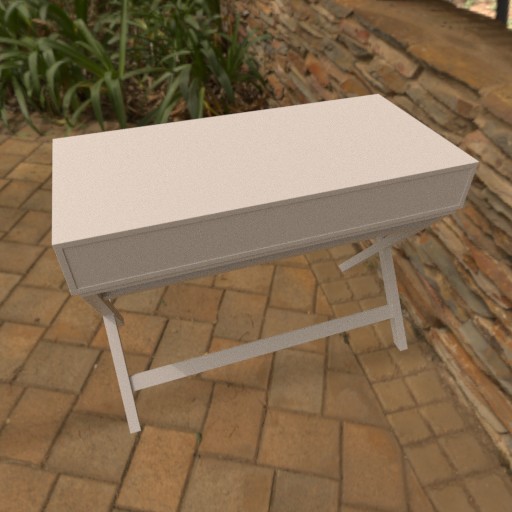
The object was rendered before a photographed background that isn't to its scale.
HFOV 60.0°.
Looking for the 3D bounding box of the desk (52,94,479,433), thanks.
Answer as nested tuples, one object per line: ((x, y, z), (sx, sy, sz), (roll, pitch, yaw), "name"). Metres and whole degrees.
((0.000, 0.000, 1.472), (1.057, 0.780, 0.525), (-13, 42, -14), "desk")
